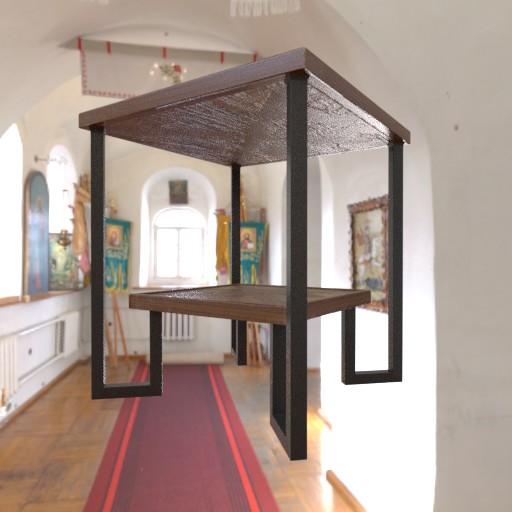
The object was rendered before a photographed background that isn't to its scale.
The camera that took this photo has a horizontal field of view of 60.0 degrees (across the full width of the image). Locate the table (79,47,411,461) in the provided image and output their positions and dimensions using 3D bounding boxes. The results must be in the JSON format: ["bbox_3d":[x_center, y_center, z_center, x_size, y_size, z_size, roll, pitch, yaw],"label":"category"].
[{"bbox_3d":[0.000,0.000,0.938,0.503,0.563,0.503,0,1,34],"label":"table"}]
